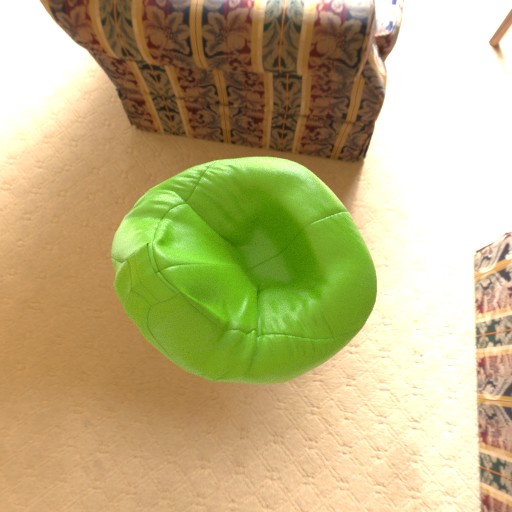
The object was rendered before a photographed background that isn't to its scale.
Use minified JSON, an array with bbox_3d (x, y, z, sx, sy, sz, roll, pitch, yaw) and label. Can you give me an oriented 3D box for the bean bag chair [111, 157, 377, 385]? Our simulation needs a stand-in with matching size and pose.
[{"bbox_3d":[0.000,0.000,1.905,1.070,0.990,1.070,-30,77,-8],"label":"bean bag chair"}]
